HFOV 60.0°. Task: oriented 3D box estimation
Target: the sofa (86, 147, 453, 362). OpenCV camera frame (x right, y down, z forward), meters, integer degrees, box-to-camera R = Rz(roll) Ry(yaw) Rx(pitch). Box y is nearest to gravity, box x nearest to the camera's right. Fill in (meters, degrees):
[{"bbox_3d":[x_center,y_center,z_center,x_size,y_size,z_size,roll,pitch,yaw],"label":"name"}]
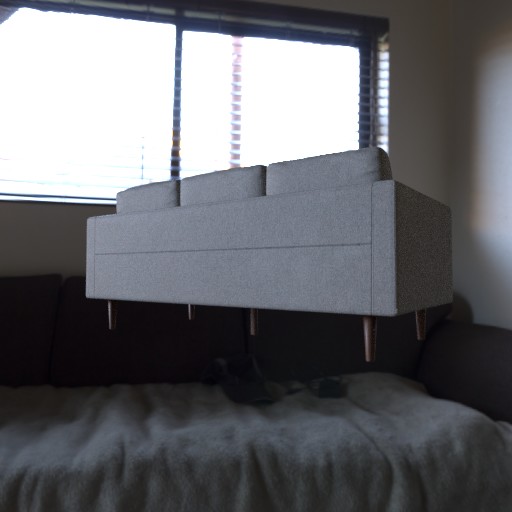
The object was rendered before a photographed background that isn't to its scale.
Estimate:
[{"bbox_3d":[0.000,0.000,2.606,1.983,0.918,0.944,-1,-2,36],"label":"sofa"}]
